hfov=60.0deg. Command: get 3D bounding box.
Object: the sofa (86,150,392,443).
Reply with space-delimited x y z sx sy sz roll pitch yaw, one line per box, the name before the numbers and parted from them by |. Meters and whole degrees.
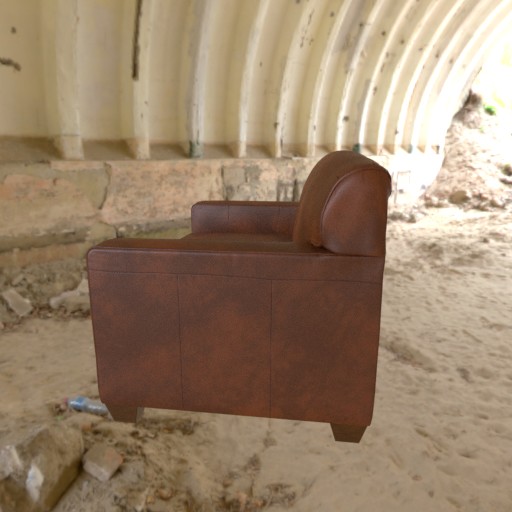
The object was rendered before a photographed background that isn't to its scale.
sofa | 0.000 0.000 2.061 1.000 0.956 1.413 2 14 8
